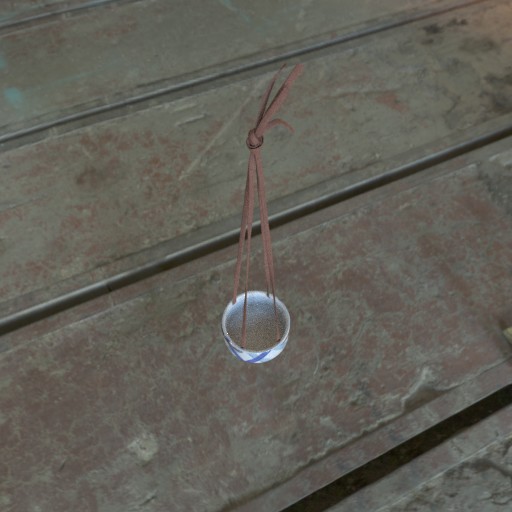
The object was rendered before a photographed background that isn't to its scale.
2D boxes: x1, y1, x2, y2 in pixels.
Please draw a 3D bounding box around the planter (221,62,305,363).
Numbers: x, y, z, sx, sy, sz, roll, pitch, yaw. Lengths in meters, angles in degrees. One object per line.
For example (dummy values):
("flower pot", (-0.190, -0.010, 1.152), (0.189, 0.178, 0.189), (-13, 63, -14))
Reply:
("planter", (0.000, 0.000, 0.803), (0.166, 0.751, 0.166), (16, 59, 10))
